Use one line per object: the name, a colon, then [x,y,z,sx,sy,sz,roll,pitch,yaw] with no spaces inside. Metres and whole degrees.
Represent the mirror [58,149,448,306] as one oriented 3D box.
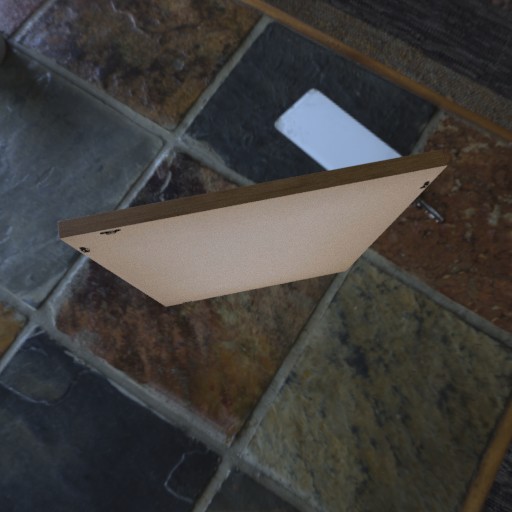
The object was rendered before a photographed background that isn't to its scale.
mirror: [0.000,0.000,1.350,0.762,1.016,0.040,-11,77,-3]
